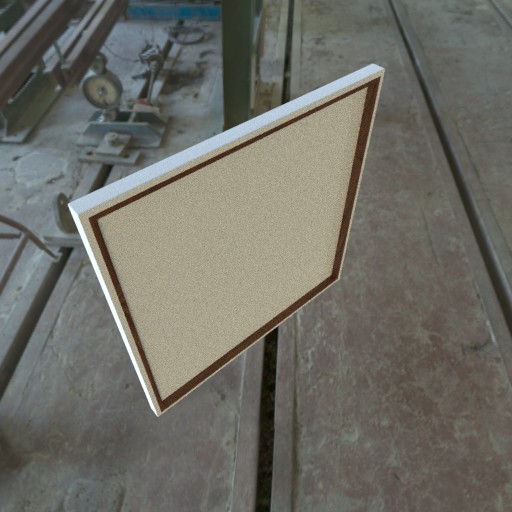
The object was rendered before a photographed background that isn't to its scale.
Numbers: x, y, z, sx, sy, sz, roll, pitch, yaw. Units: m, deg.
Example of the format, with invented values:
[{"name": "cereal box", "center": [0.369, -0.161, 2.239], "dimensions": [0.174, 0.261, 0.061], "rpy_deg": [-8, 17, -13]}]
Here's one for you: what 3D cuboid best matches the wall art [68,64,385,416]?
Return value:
[{"name": "wall art", "center": [0.000, 0.000, 1.134], "dimensions": [0.757, 0.757, 0.037], "rpy_deg": [-33, 55, -26]}]
